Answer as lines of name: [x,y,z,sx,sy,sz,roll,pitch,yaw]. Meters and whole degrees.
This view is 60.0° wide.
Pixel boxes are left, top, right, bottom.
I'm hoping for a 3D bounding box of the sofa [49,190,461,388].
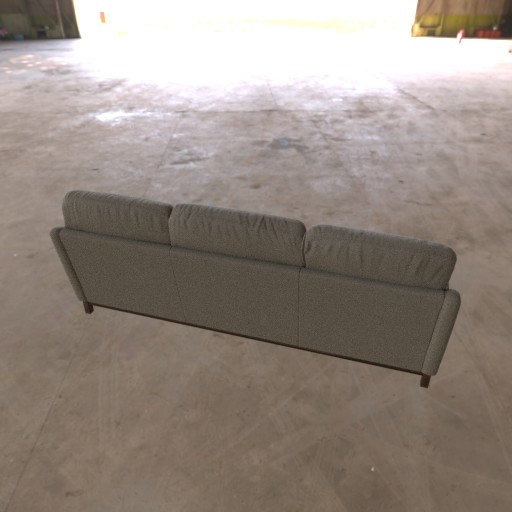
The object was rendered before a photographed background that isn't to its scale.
sofa: [0.000,0.000,2.882,2.344,0.926,0.987,9,32,15]
